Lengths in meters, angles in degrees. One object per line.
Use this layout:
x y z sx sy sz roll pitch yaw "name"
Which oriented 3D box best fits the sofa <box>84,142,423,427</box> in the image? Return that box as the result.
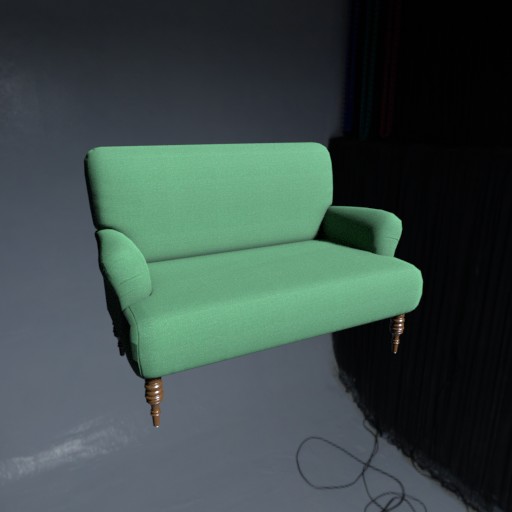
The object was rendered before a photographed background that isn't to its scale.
0.000 0.000 1.869 1.297 0.889 0.779 -9 18 -27 "sofa"
